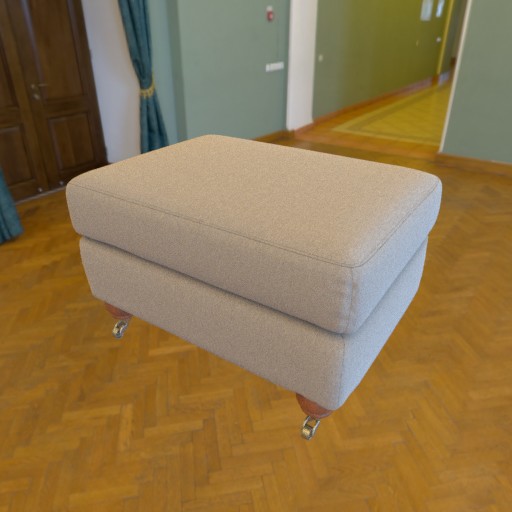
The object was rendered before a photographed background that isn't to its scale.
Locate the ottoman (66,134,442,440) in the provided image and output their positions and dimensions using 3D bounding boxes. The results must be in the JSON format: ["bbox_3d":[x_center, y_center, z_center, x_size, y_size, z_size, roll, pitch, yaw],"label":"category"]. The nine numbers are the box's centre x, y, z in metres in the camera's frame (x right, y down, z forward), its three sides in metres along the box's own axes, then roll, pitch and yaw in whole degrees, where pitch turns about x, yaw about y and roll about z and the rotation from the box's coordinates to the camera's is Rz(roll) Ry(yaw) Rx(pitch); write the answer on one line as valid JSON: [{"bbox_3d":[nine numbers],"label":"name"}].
[{"bbox_3d":[0.000,0.000,1.166,0.773,0.497,0.574,18,34,29],"label":"ottoman"}]
